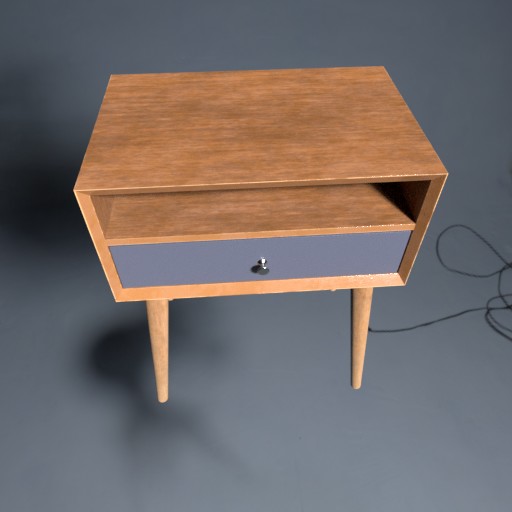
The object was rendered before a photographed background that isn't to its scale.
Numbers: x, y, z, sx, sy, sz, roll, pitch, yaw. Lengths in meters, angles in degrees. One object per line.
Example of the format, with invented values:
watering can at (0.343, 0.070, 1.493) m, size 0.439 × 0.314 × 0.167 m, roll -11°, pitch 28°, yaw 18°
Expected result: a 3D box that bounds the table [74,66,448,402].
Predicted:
table at (0.000, 0.000, 0.847) m, size 0.454 × 0.580 × 0.307 m, roll -3°, pitch 47°, yaw -3°
